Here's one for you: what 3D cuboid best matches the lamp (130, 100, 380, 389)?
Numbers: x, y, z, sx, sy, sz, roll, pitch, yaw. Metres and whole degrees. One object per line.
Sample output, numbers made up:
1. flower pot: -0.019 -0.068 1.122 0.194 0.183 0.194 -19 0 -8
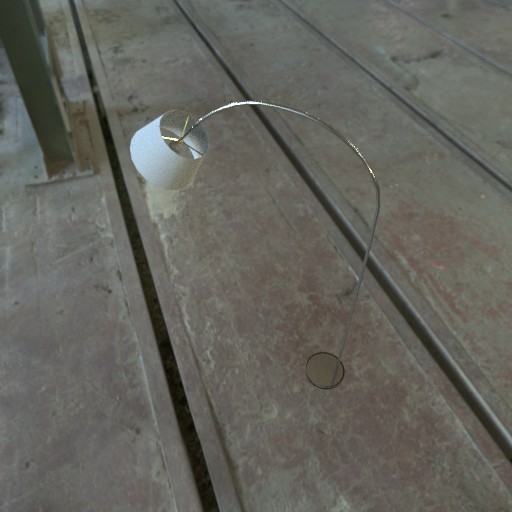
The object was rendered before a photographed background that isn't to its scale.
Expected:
1. lamp: 0.000 0.000 2.782 1.445 2.098 0.406 18 50 16
